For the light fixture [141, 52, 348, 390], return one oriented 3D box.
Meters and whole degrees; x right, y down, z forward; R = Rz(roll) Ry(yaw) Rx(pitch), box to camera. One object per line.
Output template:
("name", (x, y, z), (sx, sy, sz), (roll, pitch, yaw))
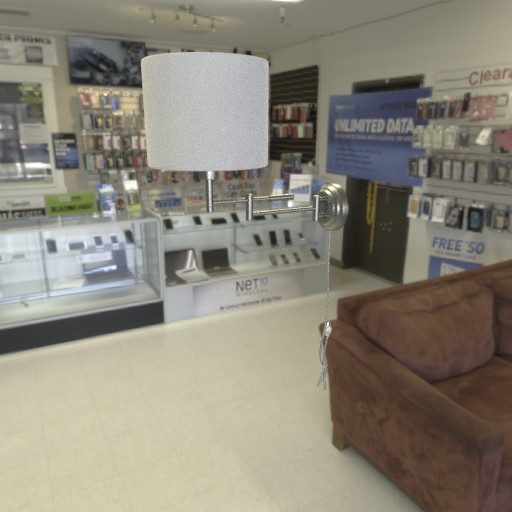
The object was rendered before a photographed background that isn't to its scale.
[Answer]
("light fixture", (0.000, 0.000, 1.057), (0.479, 0.842, 0.253), (-8, 18, -25))
